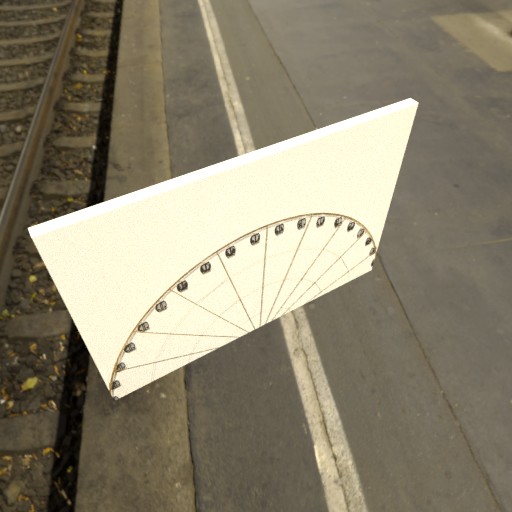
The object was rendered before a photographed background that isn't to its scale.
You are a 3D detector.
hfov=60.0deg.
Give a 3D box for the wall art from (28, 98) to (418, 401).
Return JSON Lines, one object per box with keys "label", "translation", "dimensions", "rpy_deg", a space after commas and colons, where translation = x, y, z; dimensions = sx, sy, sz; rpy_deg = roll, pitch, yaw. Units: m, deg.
{"label": "wall art", "translation": [0.000, 0.000, 1.438], "dimensions": [1.144, 0.767, 0.038], "rpy_deg": [-24, 51, -21]}
